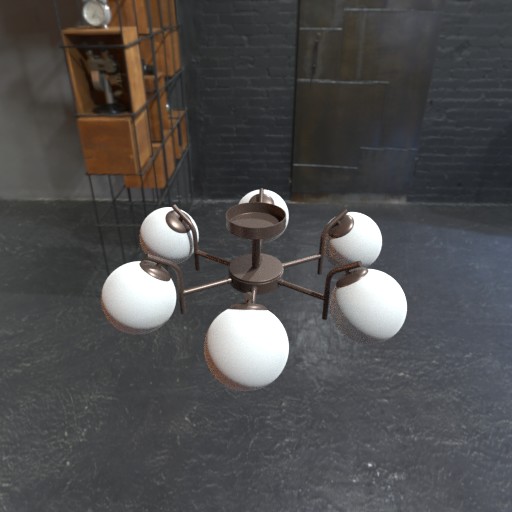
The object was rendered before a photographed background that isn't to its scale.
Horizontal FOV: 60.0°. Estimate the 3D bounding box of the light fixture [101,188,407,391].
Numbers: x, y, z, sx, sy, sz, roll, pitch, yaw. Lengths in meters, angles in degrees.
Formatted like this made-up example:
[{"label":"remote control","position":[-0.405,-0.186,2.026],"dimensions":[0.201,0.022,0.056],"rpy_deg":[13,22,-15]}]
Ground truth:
[{"label":"light fixture","position":[0.000,0.000,0.967],"dimensions":[0.662,0.201,0.662],"rpy_deg":[0,31,0]}]
